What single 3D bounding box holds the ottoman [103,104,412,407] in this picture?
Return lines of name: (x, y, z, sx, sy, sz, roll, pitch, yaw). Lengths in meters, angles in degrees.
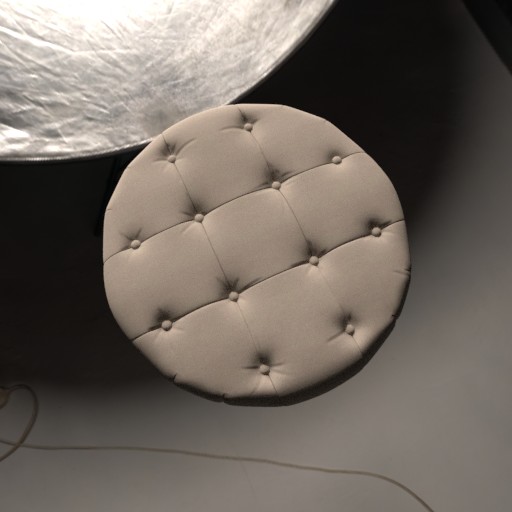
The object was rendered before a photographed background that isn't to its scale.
ottoman: (0.000, 0.000, 1.411, 0.901, 0.439, 0.901, 0, 75, 0)
